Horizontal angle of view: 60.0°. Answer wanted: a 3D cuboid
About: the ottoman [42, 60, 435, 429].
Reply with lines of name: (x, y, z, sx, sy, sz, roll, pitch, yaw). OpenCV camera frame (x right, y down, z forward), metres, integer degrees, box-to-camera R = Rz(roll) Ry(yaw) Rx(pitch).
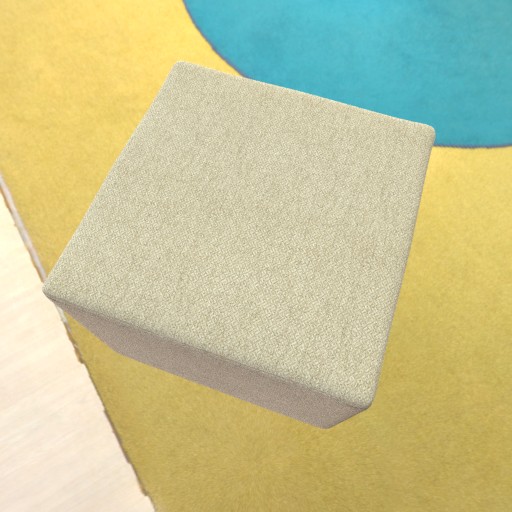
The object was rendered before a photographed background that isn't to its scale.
ottoman: (0.000, 0.000, 0.879, 0.508, 0.432, 0.508, 18, 66, 8)
